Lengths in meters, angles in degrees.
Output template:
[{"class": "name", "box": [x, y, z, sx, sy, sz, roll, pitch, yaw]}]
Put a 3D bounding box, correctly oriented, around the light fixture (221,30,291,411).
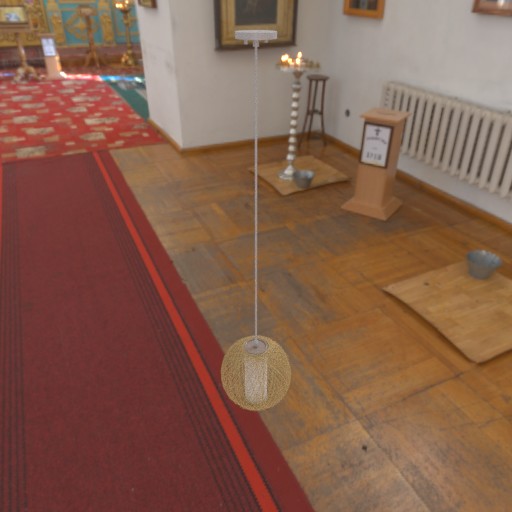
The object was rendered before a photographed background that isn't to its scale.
[{"class": "light fixture", "box": [0.000, 0.000, 2.159, 0.406, 1.955, 0.407, 10, 32, 17]}]
